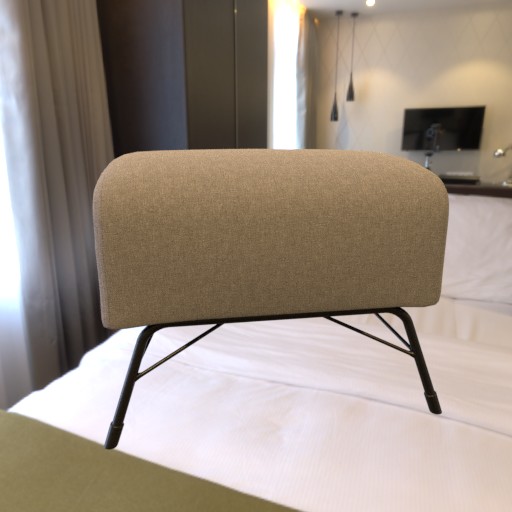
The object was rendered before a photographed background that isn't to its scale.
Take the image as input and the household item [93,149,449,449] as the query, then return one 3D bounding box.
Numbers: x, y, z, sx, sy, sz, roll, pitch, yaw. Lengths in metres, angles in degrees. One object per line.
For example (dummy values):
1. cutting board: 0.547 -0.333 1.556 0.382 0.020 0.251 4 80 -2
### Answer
1. household item: 0.000 0.000 0.873 0.530 0.410 0.530 -2 15 -9
